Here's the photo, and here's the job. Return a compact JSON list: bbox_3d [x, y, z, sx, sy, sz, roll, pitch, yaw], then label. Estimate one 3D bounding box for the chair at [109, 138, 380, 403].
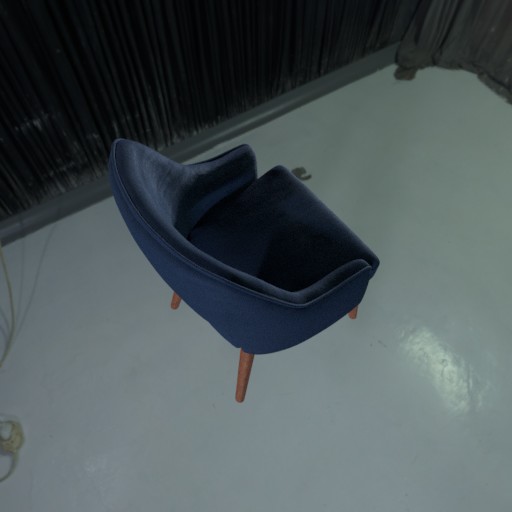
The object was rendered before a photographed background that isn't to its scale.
[{"bbox_3d":[0.000,0.000,1.261,0.591,0.844,0.559,-32,64,-18],"label":"chair"}]
